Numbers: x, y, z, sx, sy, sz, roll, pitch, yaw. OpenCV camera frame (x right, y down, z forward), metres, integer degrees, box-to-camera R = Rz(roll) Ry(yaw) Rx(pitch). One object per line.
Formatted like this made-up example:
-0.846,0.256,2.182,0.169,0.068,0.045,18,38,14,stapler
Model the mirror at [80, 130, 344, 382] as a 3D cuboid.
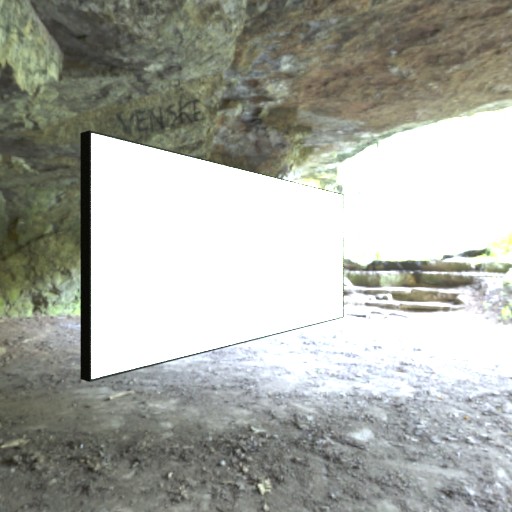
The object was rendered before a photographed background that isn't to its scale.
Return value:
0.000,0.000,1.863,0.047,0.692,1.584,0,0,37,mirror
